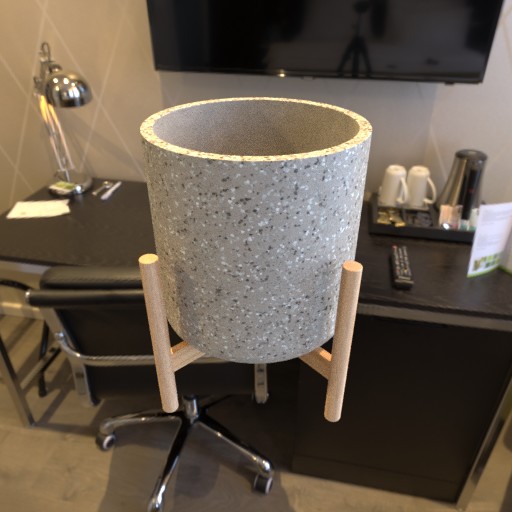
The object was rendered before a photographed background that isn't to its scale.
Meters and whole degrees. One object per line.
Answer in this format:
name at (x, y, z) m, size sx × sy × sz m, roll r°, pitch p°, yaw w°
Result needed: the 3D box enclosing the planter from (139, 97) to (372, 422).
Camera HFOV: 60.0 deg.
planter at (0.000, 0.000, 0.701) m, size 0.360 × 0.419 × 0.360 m, roll -10°, pitch 33°, yaw -16°
